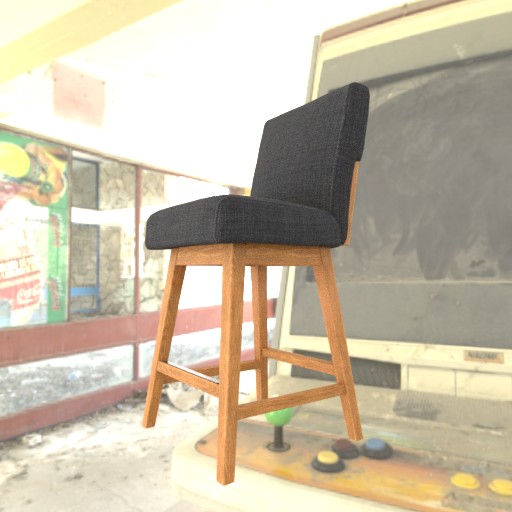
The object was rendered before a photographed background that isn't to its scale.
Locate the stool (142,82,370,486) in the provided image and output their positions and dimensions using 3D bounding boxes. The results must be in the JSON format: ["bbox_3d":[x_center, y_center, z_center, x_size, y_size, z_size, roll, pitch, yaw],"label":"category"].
[{"bbox_3d":[0.000,0.000,1.300,0.526,1.010,0.459,1,-2,-36],"label":"stool"}]
